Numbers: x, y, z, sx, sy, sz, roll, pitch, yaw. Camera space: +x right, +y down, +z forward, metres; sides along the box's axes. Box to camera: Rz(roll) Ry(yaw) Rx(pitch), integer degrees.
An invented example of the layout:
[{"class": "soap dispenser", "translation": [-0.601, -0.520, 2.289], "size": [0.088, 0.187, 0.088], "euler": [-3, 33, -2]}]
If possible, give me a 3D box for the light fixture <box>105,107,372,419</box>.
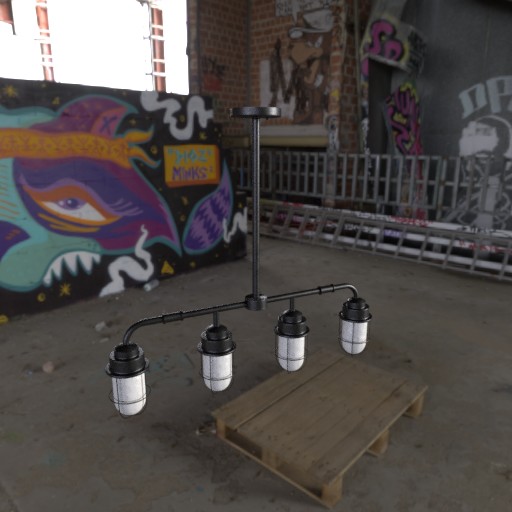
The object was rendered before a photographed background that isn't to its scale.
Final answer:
[{"class": "light fixture", "translation": [0.000, 0.000, 1.243], "size": [0.852, 0.785, 0.131], "euler": [-7, 16, -27]}]
